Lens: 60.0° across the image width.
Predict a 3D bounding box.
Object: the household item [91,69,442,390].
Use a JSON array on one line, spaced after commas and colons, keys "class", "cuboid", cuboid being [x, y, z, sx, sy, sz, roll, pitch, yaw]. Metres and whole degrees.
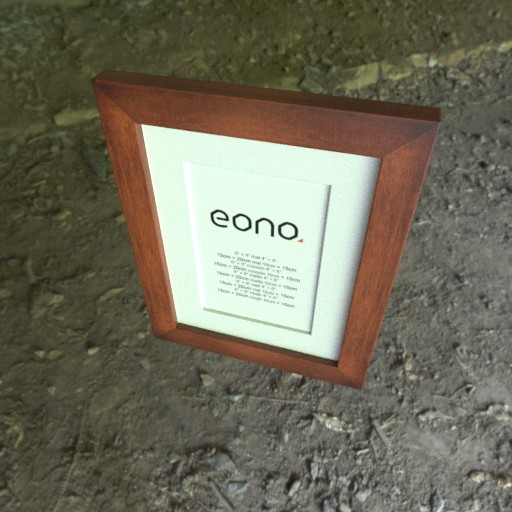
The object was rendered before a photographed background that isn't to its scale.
[{"class": "household item", "cuboid": [0.000, 0.000, 0.334, 0.200, 0.250, 0.020, 11, 43, 12]}]
